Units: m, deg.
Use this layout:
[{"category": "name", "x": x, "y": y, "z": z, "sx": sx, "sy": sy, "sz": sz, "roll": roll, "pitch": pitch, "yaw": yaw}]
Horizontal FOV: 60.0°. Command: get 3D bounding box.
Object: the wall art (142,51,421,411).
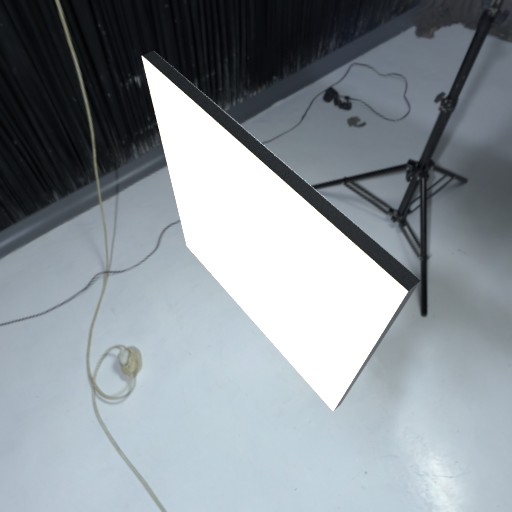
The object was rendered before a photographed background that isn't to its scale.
[{"category": "wall art", "x": 0.000, "y": 0.000, "z": 1.172, "sx": 0.031, "sy": 0.775, "sz": 0.773, "roll": -35, "pitch": 64, "yaw": -20}]
